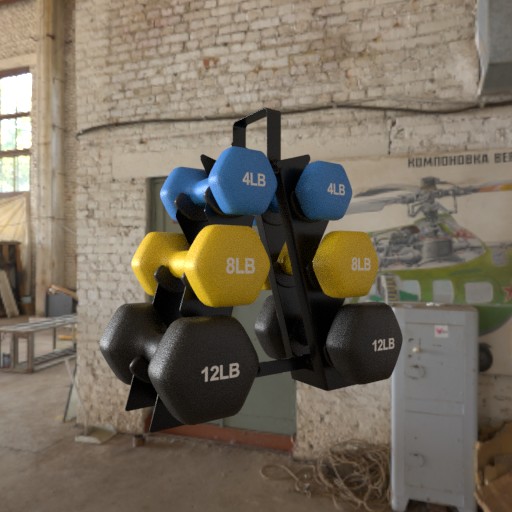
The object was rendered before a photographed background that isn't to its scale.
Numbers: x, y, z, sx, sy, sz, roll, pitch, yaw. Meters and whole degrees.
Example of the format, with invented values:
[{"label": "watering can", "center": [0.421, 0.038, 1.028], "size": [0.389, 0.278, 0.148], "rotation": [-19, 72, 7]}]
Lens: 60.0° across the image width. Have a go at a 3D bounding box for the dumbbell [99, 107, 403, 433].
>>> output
[{"label": "dumbbell", "center": [0.000, 0.000, 0.675], "size": [0.409, 0.426, 0.255], "rotation": [0, 0, -35]}]
